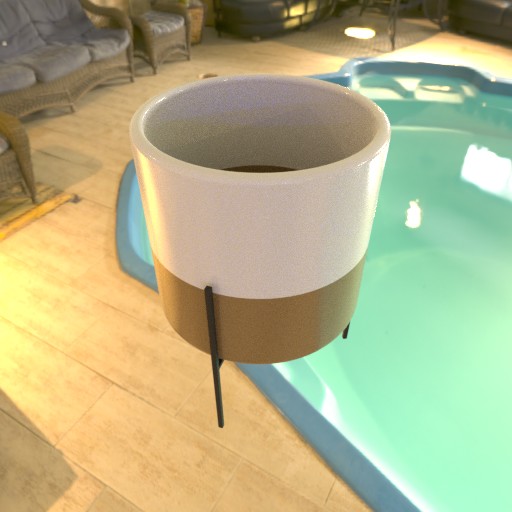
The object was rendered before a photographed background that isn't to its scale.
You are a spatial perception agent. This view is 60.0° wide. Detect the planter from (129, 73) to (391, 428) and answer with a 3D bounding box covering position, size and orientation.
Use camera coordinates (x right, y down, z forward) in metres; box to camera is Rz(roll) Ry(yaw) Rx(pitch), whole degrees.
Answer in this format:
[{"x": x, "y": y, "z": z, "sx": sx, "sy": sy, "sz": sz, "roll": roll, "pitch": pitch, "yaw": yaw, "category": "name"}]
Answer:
[{"x": 0.000, "y": 0.000, "z": 0.655, "sx": 0.310, "sy": 0.432, "sz": 0.310, "roll": 25, "pitch": 46, "yaw": 27, "category": "planter"}]
